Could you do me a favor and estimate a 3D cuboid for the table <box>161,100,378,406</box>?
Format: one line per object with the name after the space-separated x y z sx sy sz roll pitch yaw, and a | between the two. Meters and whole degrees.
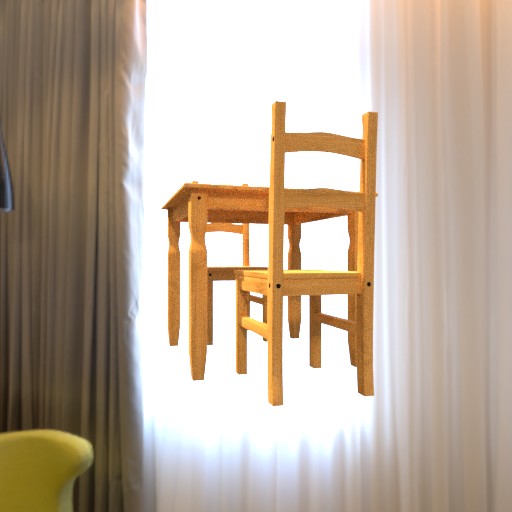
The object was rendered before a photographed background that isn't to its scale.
0.000 0.000 2.120 0.813 0.942 1.501 0 0 -18 | table
